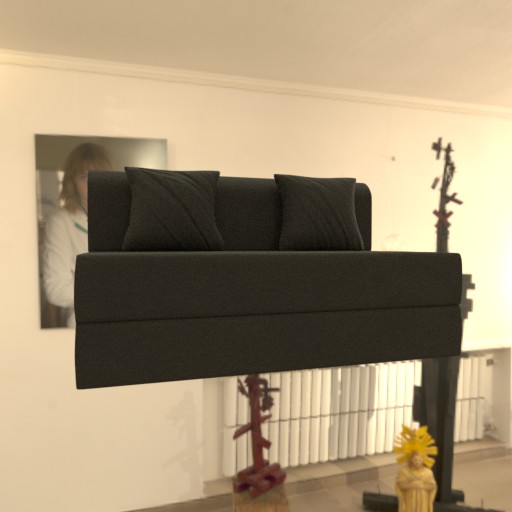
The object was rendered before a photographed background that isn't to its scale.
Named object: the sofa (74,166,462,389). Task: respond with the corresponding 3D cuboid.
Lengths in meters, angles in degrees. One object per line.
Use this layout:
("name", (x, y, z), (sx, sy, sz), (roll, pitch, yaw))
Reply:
("sofa", (0.000, 0.000, 1.668), (1.225, 0.670, 0.762), (0, 1, -17))
